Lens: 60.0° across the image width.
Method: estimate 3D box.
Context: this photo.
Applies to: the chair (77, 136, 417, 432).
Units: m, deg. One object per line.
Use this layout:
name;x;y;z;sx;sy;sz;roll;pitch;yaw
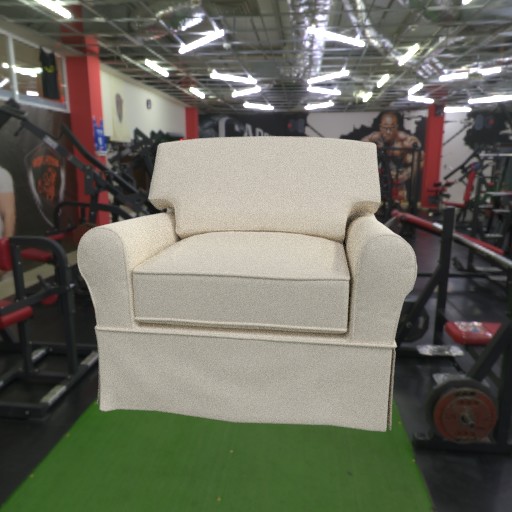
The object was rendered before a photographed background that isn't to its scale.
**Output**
chair;0.000;0.000;1.794;1.099;0.958;0.904;2;13;8
